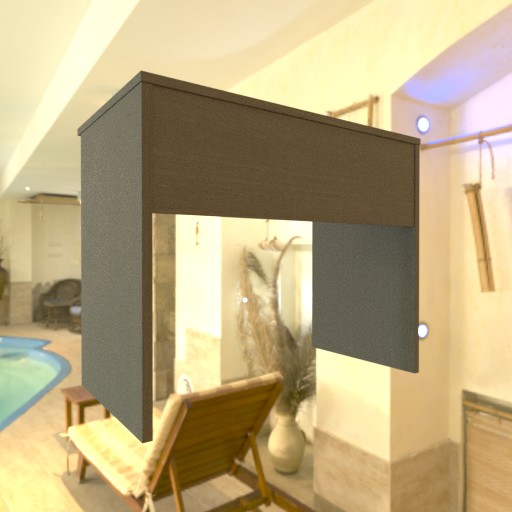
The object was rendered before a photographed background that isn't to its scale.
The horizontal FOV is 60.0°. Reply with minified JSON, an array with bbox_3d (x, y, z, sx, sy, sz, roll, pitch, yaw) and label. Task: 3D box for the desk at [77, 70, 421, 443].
[{"bbox_3d":[0.000,0.000,1.318,0.893,0.724,0.498,0,1,-35],"label":"desk"}]
